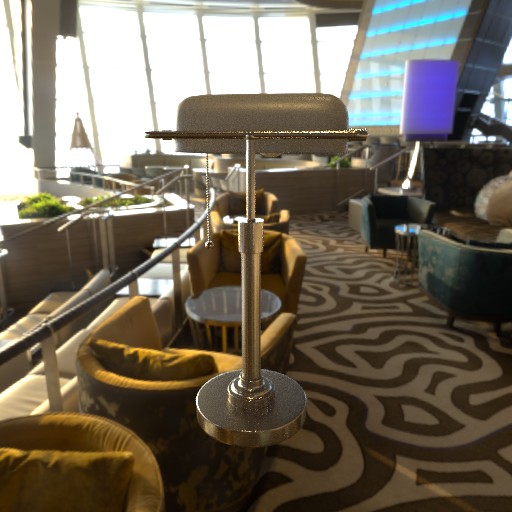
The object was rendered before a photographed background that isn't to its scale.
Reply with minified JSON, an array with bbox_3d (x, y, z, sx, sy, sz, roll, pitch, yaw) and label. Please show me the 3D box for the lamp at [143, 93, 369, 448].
[{"bbox_3d":[0.000,0.000,0.574,0.269,0.404,0.227,2,15,8],"label":"lamp"}]
